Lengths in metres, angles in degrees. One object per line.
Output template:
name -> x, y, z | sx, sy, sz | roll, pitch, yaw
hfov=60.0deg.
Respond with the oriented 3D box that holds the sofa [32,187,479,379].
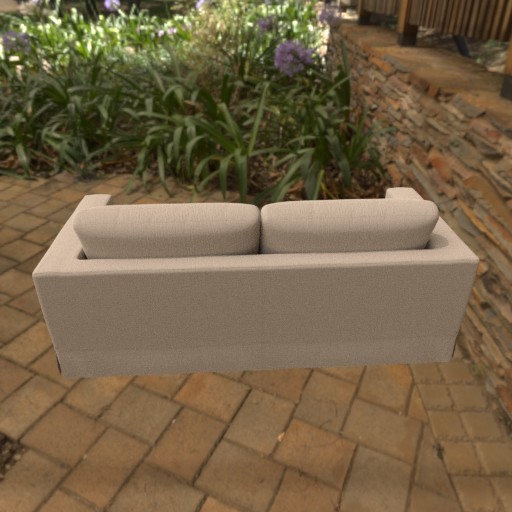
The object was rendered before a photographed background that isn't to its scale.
sofa -> 0.000, 0.000, 2.594 | 2.163, 0.881, 0.954 | -2, 31, -3
